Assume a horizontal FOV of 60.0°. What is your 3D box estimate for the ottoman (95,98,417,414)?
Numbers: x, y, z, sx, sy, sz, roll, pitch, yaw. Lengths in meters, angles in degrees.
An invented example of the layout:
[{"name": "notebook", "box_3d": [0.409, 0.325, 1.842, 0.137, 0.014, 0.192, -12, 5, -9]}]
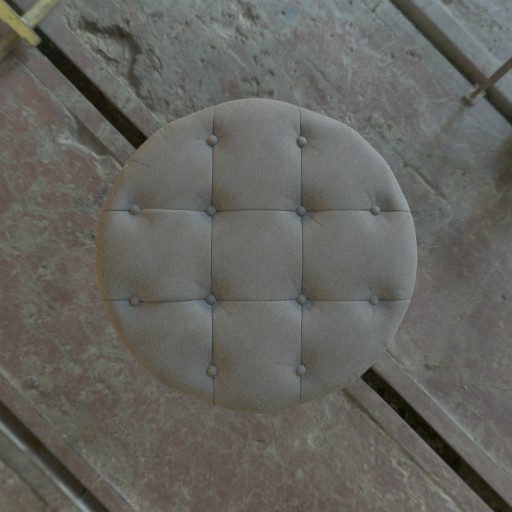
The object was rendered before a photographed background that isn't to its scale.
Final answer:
[{"name": "ottoman", "box_3d": [0.000, 0.000, 1.390, 0.901, 0.439, 0.901, 0, 90, -1]}]
